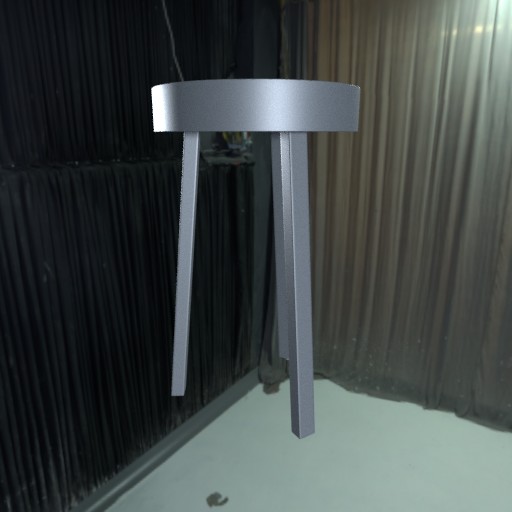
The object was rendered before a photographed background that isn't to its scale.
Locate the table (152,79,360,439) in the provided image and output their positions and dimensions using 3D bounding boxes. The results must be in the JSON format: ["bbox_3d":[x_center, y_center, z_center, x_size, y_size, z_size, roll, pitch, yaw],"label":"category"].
[{"bbox_3d":[0.000,0.000,0.977,0.406,0.686,0.406,8,18,28],"label":"table"}]
